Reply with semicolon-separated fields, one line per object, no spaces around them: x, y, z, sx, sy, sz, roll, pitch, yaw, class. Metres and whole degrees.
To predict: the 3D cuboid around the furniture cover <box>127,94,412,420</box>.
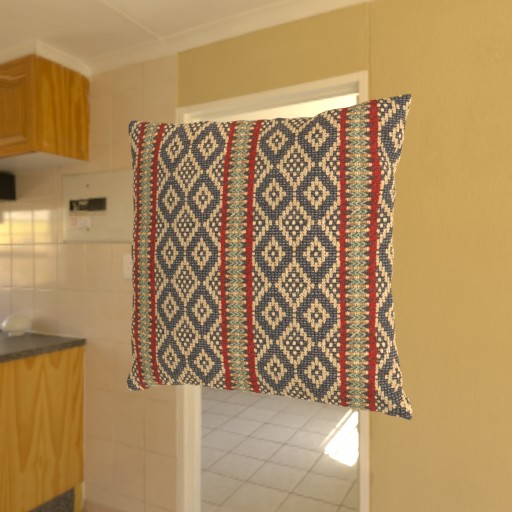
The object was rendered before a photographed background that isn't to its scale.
0.000;0.000;0.648;0.431;0.431;0.139;0;0;17;furniture cover
